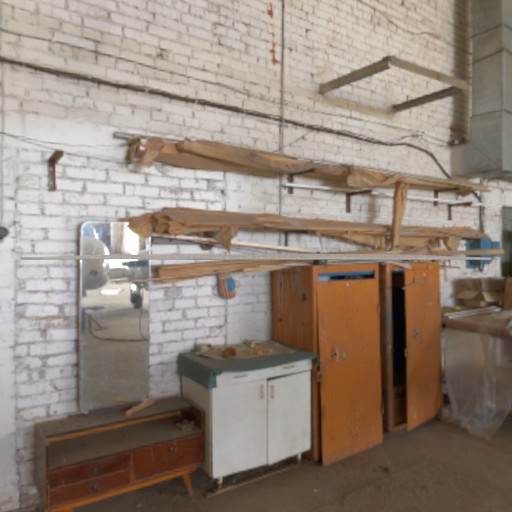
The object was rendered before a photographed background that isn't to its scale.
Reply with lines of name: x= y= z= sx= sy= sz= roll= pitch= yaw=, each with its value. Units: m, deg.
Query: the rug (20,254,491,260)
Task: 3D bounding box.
rug: x=0.000 y=0.000 z=3.073 sx=2.460 sy=0.016 sz=1.545 roll=0 pitch=1 yaw=1
